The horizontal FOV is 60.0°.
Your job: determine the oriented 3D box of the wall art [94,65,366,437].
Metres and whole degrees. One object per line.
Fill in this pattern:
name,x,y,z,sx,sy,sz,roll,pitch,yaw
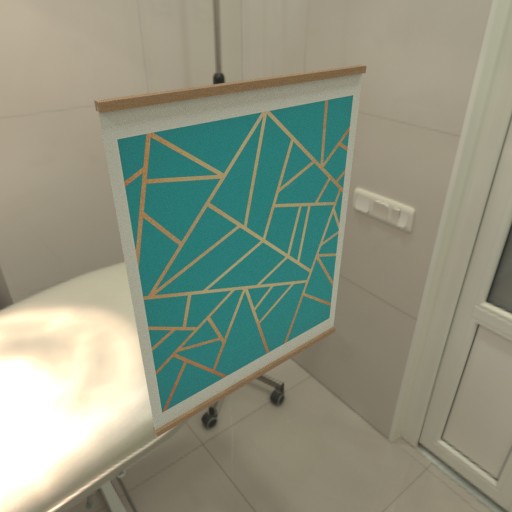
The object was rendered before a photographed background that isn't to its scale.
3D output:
wall art,0.000,0.000,0.679,0.405,0.508,0.012,-22,37,-32
